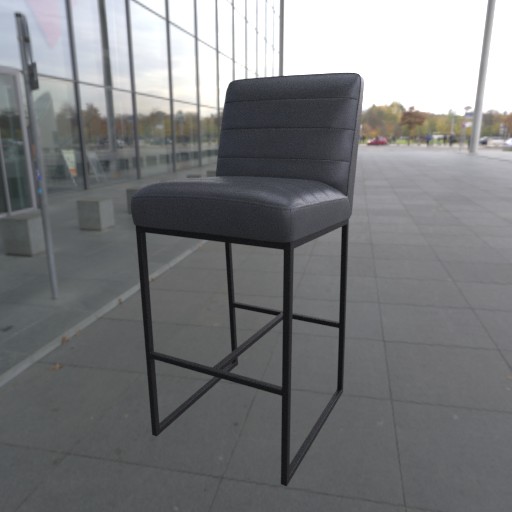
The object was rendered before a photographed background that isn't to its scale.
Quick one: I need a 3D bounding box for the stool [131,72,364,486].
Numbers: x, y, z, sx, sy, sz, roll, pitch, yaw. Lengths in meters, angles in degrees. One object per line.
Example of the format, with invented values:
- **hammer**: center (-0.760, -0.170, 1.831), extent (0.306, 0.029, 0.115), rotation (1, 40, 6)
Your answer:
- **stool**: center (0.000, 0.000, 1.303), extent (0.457, 1.040, 0.552), rotation (8, 17, 27)
